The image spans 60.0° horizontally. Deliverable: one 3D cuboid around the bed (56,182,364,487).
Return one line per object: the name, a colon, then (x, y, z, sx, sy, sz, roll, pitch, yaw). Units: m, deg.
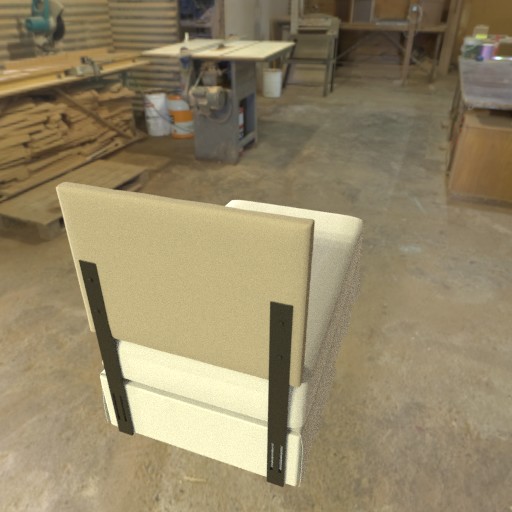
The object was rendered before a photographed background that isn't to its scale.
bed: (0.000, 0.000, 2.924, 1.261, 1.571, 1.997, 10, 32, 17)
